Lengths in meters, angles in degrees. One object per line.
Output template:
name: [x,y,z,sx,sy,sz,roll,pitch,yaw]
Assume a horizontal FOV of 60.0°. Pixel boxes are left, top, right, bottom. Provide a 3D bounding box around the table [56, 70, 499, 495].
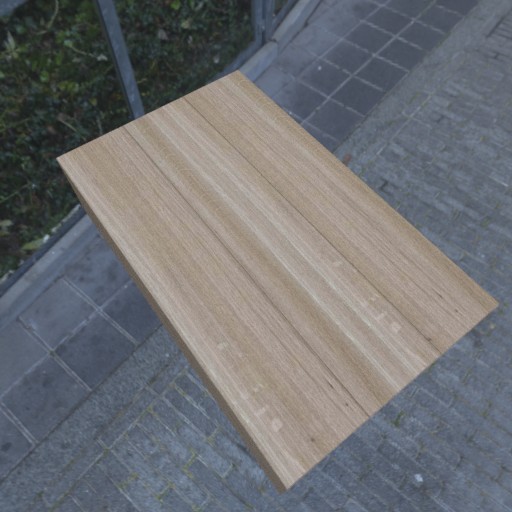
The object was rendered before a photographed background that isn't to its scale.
table: [0.000,0.000,1.370,0.678,0.353,1.110,-33,65,-18]
